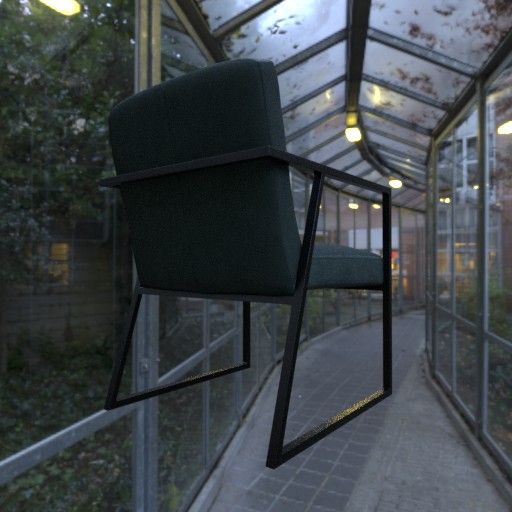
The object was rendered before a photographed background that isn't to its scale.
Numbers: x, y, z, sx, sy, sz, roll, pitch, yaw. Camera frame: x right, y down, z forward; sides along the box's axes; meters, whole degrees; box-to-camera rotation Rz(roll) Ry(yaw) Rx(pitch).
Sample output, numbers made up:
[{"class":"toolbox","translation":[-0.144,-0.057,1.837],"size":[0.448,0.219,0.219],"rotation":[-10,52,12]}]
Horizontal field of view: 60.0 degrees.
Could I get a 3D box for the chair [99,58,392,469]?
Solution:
[{"class":"chair","translation":[0.000,0.000,1.276],"size":[0.571,0.833,0.677],"rotation":[-1,-1,38]}]
